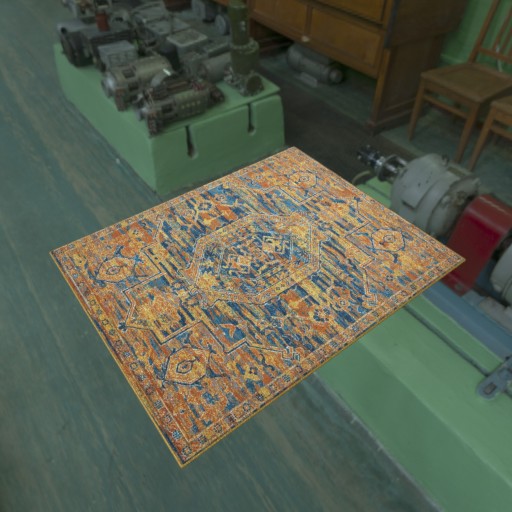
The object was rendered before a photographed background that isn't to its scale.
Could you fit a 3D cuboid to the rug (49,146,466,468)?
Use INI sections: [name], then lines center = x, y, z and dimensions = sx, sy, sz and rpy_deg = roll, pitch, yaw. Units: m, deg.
[rug]
center = 0.000, 0.000, 4.134
dimensions = 3.040, 0.031, 2.435
rpy_deg = -29, 52, -25
